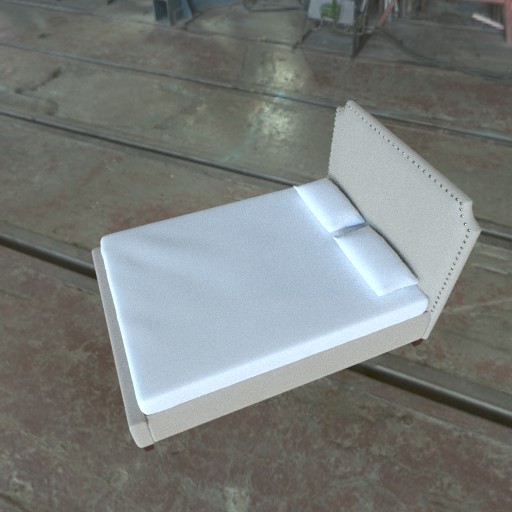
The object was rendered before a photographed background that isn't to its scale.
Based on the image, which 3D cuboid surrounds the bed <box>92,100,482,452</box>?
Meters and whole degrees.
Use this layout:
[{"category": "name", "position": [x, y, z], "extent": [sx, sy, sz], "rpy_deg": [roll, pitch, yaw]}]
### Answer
[{"category": "bed", "position": [0.000, 0.000, 3.380], "extent": [2.372, 1.443, 1.713], "rpy_deg": [-16, 48, -15]}]
